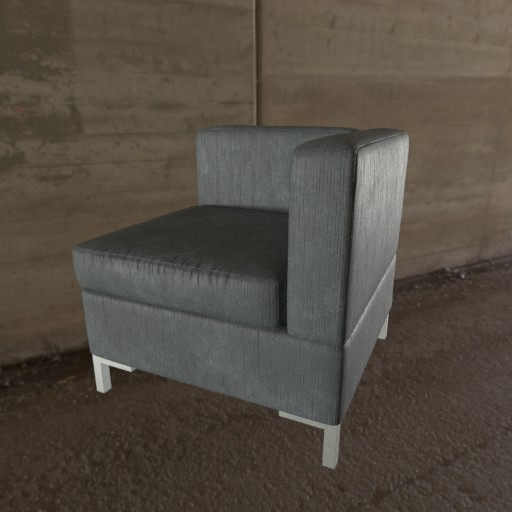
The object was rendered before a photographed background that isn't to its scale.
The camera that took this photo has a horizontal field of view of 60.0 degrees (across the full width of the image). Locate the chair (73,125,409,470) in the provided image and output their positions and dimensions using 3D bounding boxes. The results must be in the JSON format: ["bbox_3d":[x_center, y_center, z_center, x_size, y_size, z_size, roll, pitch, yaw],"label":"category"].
[{"bbox_3d":[0.000,0.000,1.197,0.680,0.660,0.680,8,20,24],"label":"chair"}]
